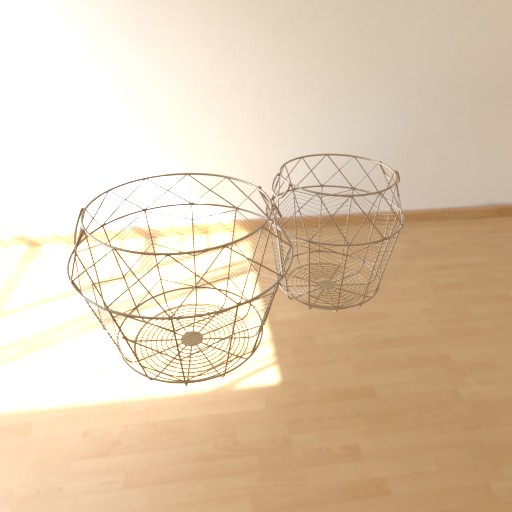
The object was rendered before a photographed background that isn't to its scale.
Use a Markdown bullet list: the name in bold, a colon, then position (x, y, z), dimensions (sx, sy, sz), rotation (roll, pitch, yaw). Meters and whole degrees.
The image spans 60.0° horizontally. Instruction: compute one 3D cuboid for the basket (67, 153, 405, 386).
- **basket**: position (0.000, 0.000, 1.031), dimensions (0.805, 0.343, 0.451), rotation (-18, 36, -28)
